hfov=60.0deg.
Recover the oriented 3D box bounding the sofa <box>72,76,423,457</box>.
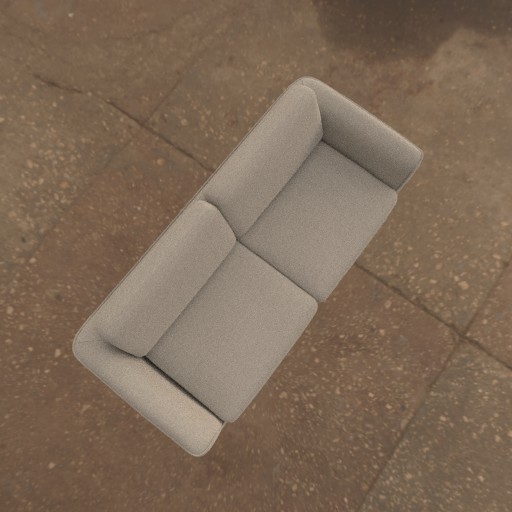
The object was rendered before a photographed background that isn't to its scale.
[{"bbox_3d":[0.000,0.000,2.485,0.920,0.850,2.000,37,79,8],"label":"sofa"}]
